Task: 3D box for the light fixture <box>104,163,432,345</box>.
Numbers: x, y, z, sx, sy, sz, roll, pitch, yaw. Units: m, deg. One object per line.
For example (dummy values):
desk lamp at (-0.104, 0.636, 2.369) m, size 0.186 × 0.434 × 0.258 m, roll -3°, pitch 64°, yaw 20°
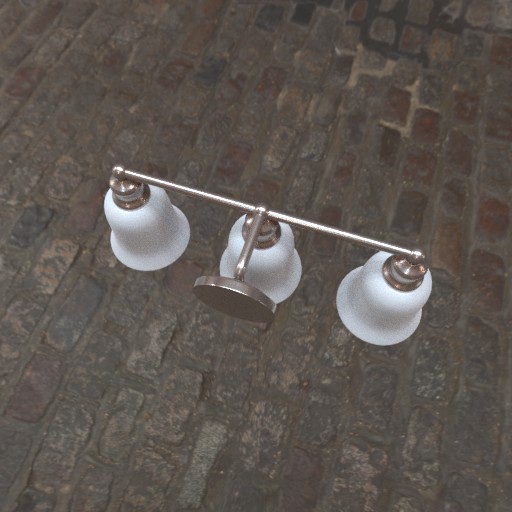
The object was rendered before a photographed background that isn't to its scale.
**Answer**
light fixture at (0.000, 0.000, 0.680) m, size 0.570 × 0.211 × 0.198 m, roll 17°, pitch 66°, yaw 7°
